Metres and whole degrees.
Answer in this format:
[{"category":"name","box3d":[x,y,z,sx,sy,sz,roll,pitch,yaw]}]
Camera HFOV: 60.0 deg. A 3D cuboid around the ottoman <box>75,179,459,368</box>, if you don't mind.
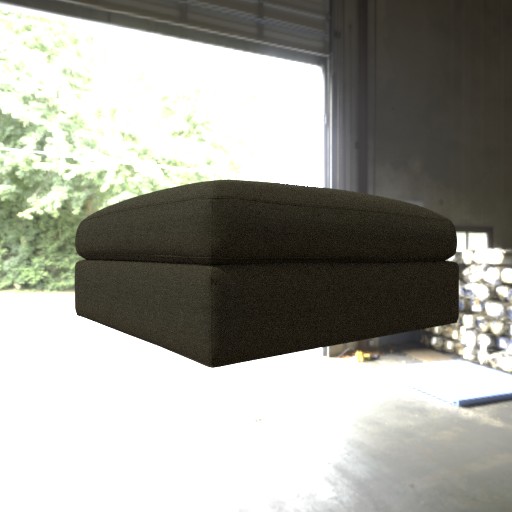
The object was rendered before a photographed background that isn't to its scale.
[{"category":"ottoman","box3d":[0.000,0.000,1.641,1.041,0.470,1.041,0,1,-37]}]
